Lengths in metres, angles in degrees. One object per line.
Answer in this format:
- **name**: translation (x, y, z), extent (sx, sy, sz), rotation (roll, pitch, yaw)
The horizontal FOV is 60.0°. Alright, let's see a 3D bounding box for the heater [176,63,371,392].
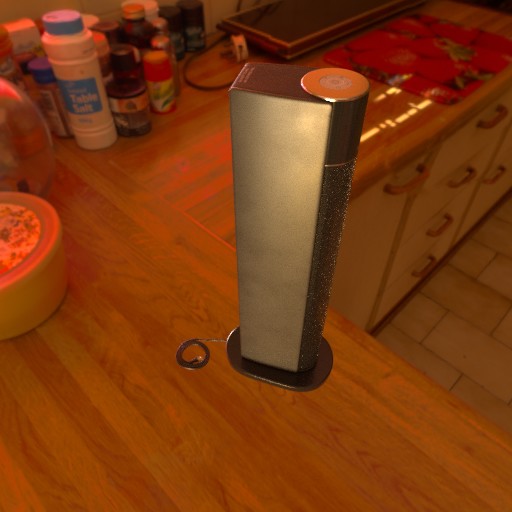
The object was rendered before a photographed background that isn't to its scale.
- **heater**: translation (0.000, 0.000, 1.031), extent (0.458, 0.856, 0.214), rotation (11, 47, 10)
